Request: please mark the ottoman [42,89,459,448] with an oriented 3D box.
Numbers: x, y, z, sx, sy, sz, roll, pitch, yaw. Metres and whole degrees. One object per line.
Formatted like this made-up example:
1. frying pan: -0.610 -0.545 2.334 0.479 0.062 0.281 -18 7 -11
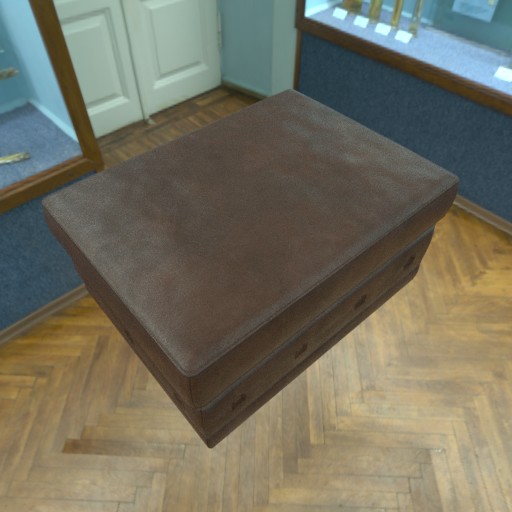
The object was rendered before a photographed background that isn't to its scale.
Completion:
1. ottoman: 0.000 0.000 1.174 0.795 0.509 0.588 -33 56 -26
